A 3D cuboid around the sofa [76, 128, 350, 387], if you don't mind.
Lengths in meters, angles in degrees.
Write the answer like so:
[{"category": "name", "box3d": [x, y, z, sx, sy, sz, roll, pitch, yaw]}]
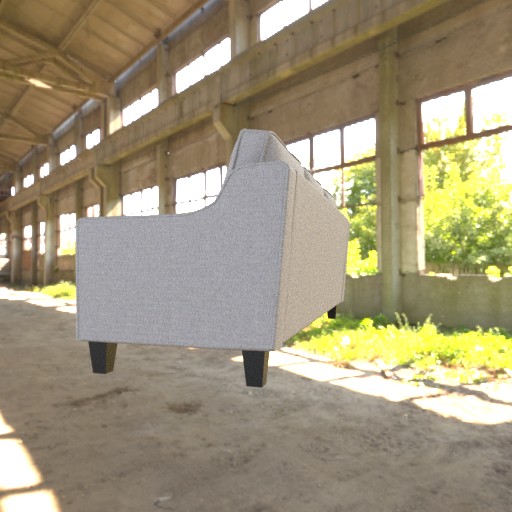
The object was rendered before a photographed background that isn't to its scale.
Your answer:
[{"category": "sofa", "box3d": [0.000, 0.000, 2.619, 0.899, 0.950, 2.129, 0, -1, 17]}]
